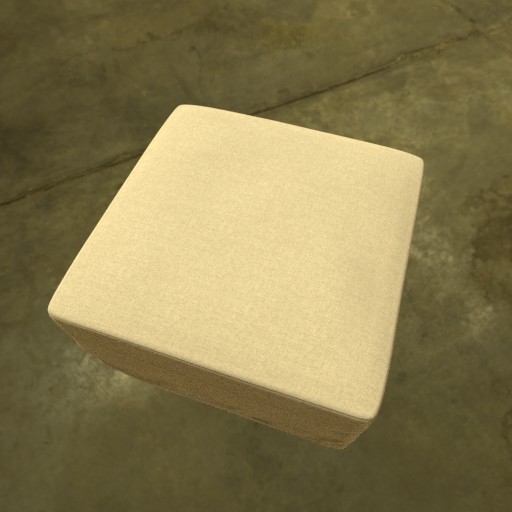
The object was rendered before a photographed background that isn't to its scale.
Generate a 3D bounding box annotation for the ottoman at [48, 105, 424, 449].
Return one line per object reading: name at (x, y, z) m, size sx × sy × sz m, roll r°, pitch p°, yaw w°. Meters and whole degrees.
ottoman at (0.000, 0.000, 1.351) m, size 0.840 × 0.436 × 0.843 m, roll 16°, pitch 59°, yaw 10°
